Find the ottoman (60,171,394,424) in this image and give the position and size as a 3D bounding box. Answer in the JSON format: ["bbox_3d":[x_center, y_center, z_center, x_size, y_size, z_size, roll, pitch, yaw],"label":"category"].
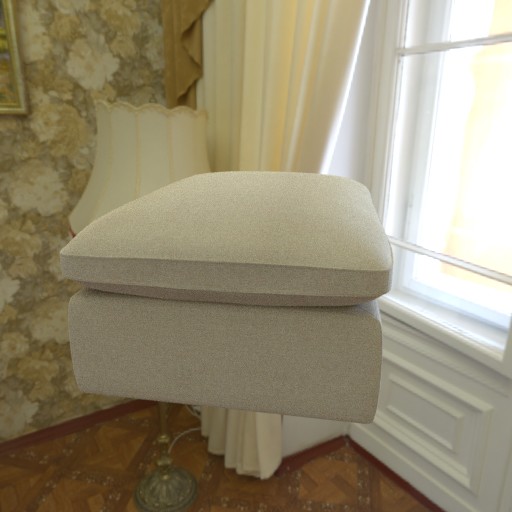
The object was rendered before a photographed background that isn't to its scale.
[{"bbox_3d":[0.000,0.000,1.322,0.686,0.453,0.984,3,18,9],"label":"ottoman"}]
